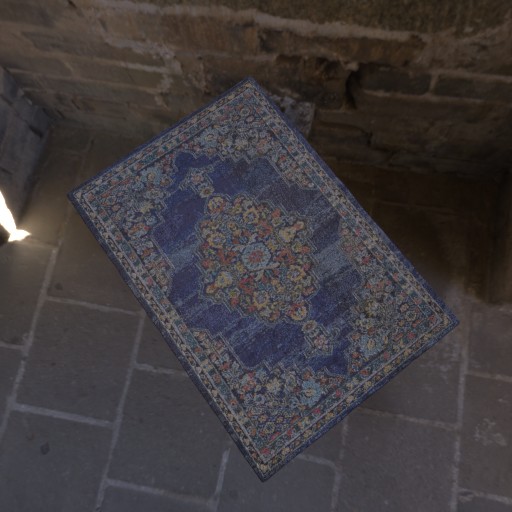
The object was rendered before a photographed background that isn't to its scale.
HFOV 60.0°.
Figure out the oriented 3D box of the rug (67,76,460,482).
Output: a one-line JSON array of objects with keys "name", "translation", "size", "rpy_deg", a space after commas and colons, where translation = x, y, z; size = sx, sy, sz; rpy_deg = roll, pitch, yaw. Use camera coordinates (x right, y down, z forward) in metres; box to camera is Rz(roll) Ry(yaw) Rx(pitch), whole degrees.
[{"name": "rug", "translation": [0.000, 0.000, 3.807], "size": [2.053, 0.011, 2.940], "rpy_deg": [-36, 78, -8]}]
